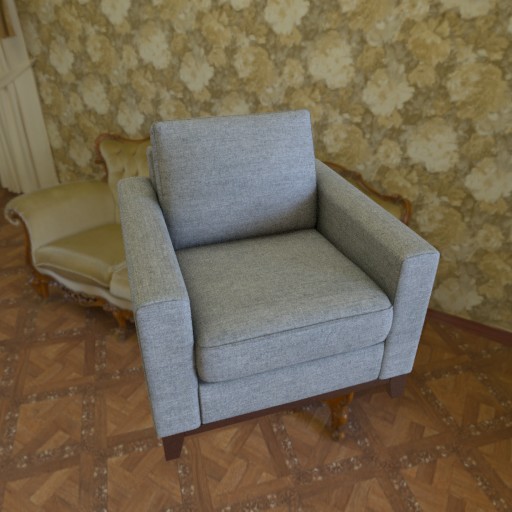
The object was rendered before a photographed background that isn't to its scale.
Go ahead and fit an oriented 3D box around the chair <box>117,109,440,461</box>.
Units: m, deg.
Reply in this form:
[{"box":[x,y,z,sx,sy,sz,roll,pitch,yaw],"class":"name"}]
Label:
[{"box":[0.000,0.000,1.848,1.024,1.010,1.038,-9,32,-15],"class":"chair"}]
